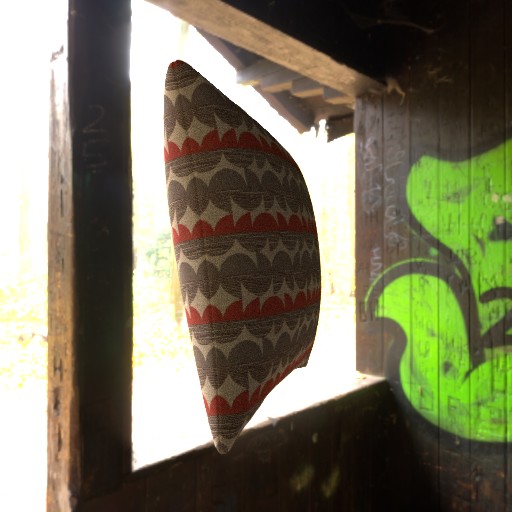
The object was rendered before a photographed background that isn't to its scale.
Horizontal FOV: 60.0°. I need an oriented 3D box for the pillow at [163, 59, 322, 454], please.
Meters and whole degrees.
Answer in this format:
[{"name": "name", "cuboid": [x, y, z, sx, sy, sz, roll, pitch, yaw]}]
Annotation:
[{"name": "pillow", "cuboid": [0.000, 0.000, 0.642, 0.180, 0.410, 0.420, 0, -1, 18]}]
